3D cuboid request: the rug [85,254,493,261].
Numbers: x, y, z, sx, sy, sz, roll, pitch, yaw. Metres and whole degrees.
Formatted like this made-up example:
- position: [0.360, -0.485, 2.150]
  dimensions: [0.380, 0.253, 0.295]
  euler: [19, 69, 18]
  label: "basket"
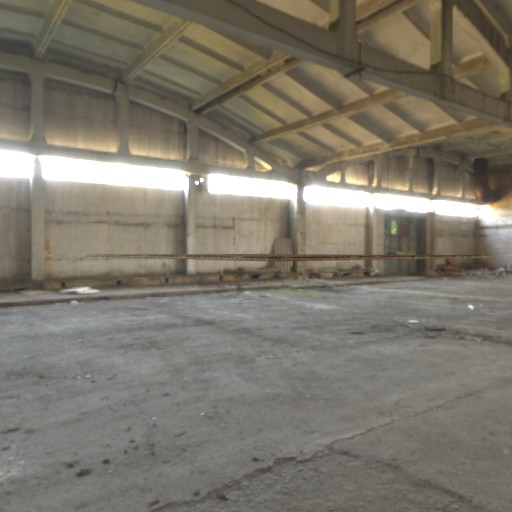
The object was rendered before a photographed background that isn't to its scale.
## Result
- position: [0.000, 0.000, 2.900]
  dimensions: [1.555, 0.016, 2.286]
  euler: [0, 1, -36]
  label: "rug"
